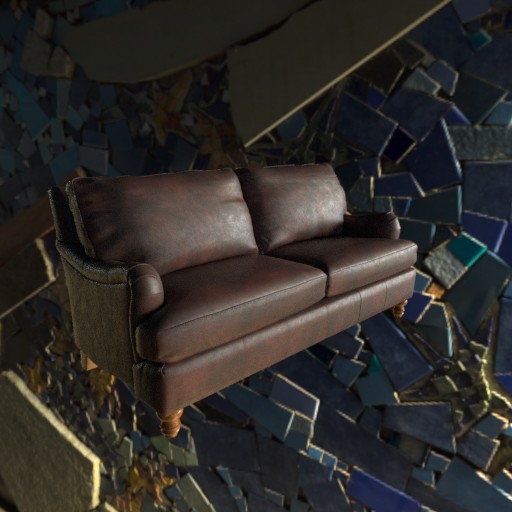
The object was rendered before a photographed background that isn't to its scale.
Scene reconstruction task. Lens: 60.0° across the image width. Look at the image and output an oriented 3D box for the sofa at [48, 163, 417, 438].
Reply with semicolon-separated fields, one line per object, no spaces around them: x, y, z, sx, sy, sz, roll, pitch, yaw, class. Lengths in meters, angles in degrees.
0.000;0.000;2.774;2.144;1.071;1.147;-14;20;-42;sofa
